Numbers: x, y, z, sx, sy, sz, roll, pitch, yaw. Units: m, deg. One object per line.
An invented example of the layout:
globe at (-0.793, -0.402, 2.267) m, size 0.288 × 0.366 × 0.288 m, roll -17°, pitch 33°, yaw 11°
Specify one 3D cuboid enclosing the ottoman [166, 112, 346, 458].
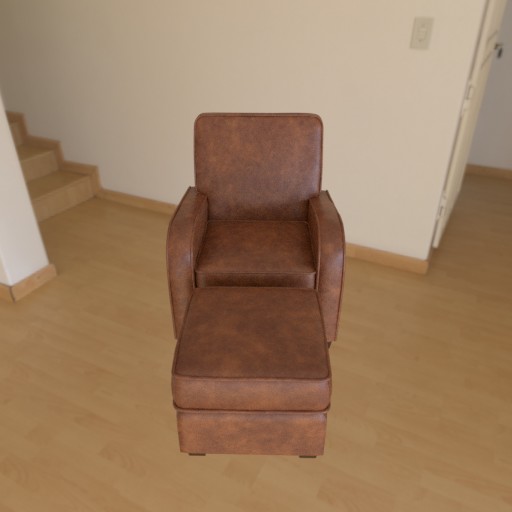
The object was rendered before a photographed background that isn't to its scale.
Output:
ottoman at (0.000, 0.000, 1.856) m, size 0.732 × 0.904 × 1.314 m, roll 1°, pitch 31°, yaw 1°
